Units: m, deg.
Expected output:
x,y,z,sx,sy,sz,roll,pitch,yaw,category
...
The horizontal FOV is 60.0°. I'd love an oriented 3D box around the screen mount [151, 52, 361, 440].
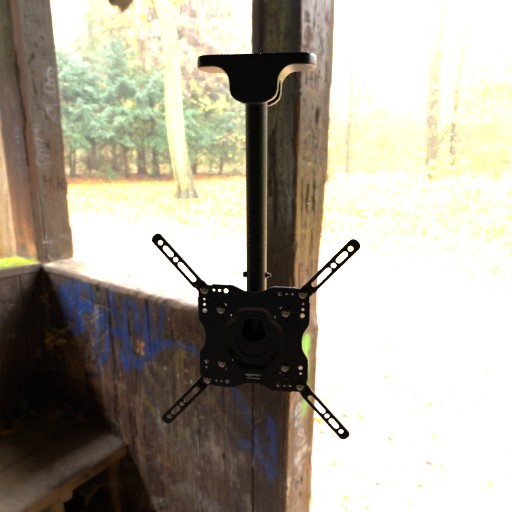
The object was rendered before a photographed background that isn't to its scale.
x,y,z,sx,sy,sz,roll,pitch,yaw,category
0.000,0.000,0.875,0.393,0.729,0.090,2,14,8,screen mount
